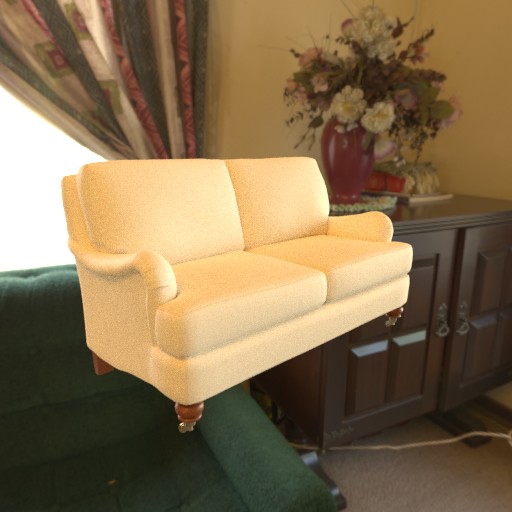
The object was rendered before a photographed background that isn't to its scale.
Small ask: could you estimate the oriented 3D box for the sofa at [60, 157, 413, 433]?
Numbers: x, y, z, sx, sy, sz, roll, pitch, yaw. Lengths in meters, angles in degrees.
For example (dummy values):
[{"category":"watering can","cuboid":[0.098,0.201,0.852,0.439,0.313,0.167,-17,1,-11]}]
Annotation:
[{"category":"sofa","cuboid":[0.000,0.000,2.574,1.853,1.101,1.084,-13,18,-42]}]
